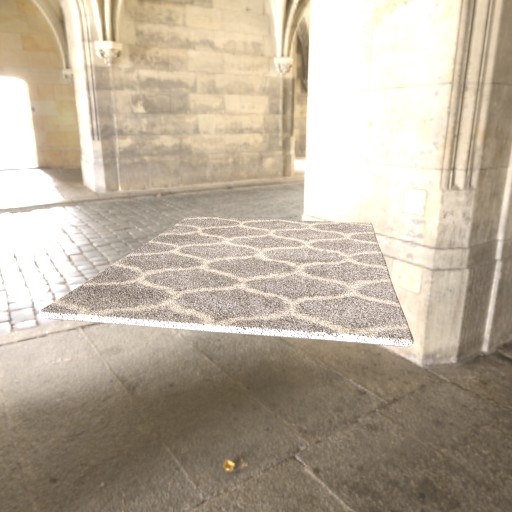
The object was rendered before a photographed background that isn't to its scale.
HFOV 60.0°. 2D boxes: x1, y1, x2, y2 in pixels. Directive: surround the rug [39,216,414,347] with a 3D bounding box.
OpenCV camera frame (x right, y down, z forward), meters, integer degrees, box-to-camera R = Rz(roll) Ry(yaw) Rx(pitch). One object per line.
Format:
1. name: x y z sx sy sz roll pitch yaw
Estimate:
1. rug: 0.000 0.000 2.122 1.200 0.025 1.600 3 17 9
